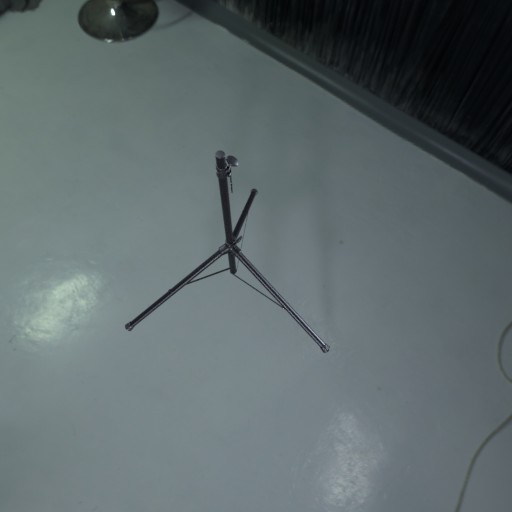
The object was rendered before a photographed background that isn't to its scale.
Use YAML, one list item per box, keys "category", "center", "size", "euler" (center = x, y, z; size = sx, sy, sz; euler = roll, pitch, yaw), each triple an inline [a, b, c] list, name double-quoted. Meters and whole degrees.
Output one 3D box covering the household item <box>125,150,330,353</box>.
- category: "household item"
  center: [0.000, 0.000, 2.752]
  size: [1.339, 1.595, 1.596]
  euler: [36, 69, 16]
